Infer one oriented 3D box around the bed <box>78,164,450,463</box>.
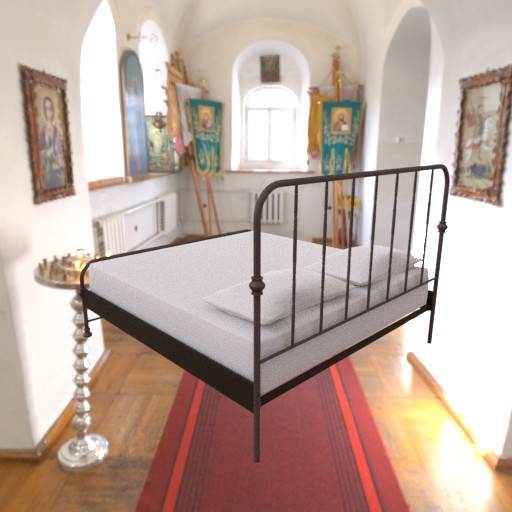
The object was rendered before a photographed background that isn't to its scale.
[{"bbox_3d":[0.000,0.000,3.503,2.044,1.446,2.134,-14,21,-42],"label":"bed"}]
